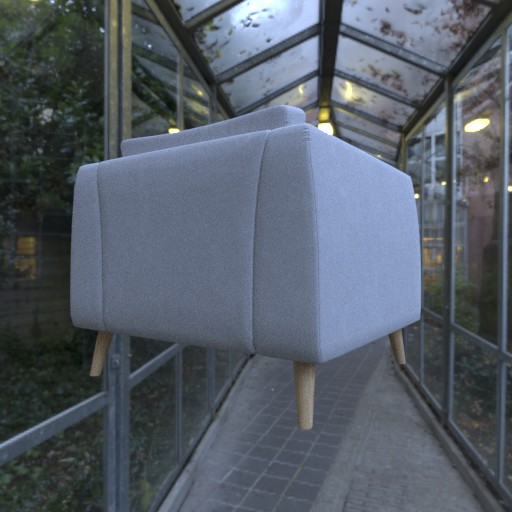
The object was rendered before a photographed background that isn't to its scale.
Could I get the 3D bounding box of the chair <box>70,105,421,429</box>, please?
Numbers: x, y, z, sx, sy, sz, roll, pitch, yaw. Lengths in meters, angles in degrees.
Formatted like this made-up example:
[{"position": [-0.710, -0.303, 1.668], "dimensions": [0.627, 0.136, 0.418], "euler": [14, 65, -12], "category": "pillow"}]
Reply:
[{"position": [0.000, 0.000, 1.688], "dimensions": [1.000, 0.860, 0.930], "euler": [0, 0, 35], "category": "chair"}]
